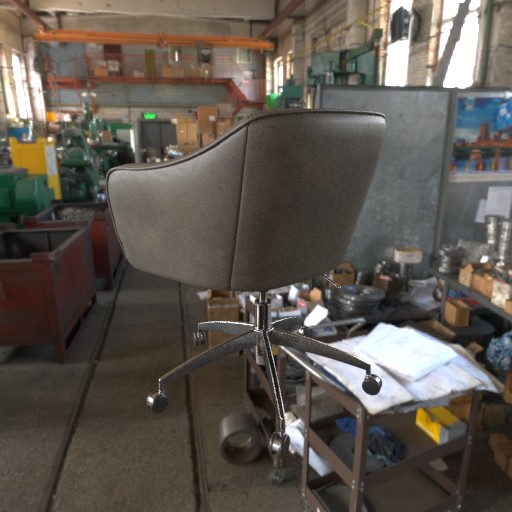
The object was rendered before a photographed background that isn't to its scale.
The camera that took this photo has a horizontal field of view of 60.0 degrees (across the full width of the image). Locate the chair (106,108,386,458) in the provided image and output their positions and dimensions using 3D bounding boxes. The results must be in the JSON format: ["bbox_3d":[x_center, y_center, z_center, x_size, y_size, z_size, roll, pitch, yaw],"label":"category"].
[{"bbox_3d":[0.000,0.000,1.344,0.713,0.827,0.689,-15,21,-42],"label":"chair"}]
